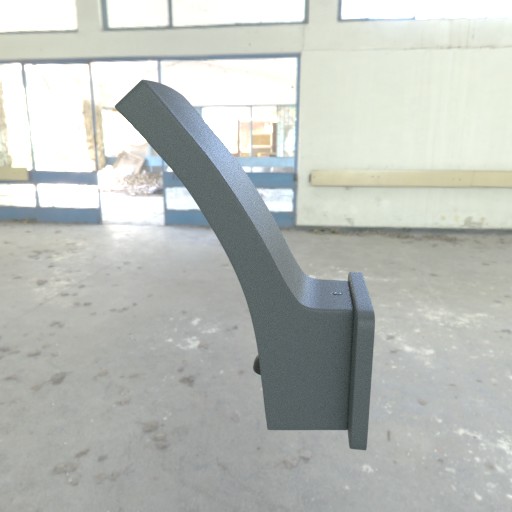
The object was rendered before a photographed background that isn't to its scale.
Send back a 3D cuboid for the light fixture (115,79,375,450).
[{"bbox_3d":[0.000,0.000,0.331,0.174,0.243,0.108,2,14,8],"label":"light fixture"}]
